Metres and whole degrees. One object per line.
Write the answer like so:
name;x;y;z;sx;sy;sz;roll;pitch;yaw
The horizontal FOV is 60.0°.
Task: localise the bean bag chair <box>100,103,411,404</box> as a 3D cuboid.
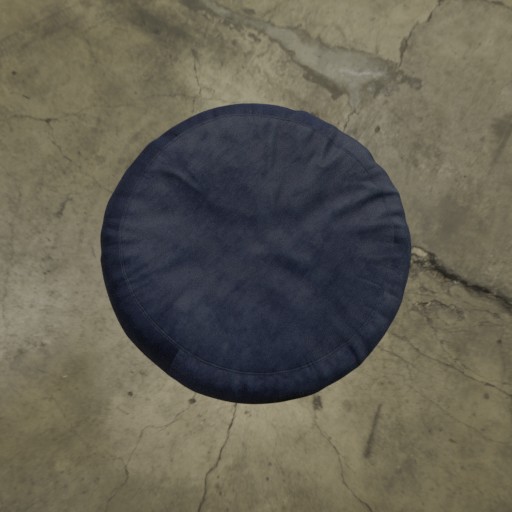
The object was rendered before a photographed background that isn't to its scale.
bean bag chair;0.000;0.000;1.935;1.219;0.762;1.219;0;76;0
